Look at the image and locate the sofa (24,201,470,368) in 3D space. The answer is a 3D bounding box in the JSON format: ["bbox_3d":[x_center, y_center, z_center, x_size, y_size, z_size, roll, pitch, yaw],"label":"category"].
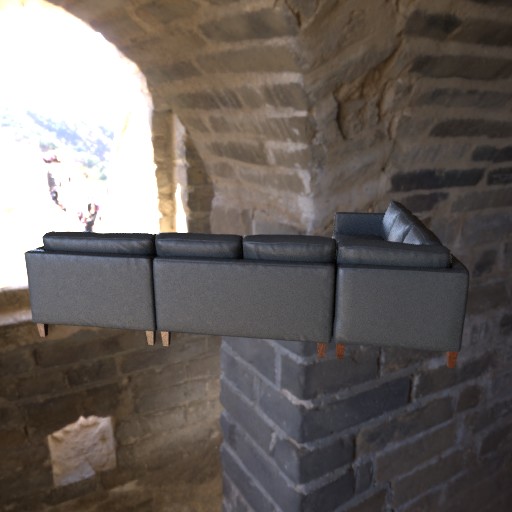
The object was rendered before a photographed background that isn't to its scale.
[{"bbox_3d":[0.000,0.000,4.598,3.460,0.923,2.593,2,15,9],"label":"sofa"}]
